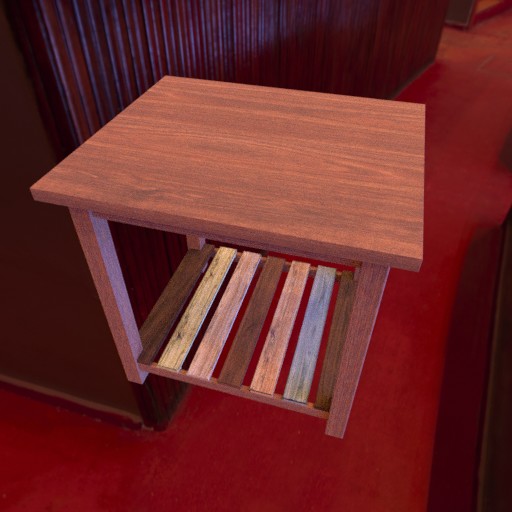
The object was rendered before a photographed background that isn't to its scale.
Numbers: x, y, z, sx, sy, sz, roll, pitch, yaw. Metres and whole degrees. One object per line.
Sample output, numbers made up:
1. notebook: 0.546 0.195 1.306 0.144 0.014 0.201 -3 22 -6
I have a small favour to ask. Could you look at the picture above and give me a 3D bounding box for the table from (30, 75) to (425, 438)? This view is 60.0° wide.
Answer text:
1. table: 0.000 0.000 1.116 0.660 0.635 0.559 11 43 12
